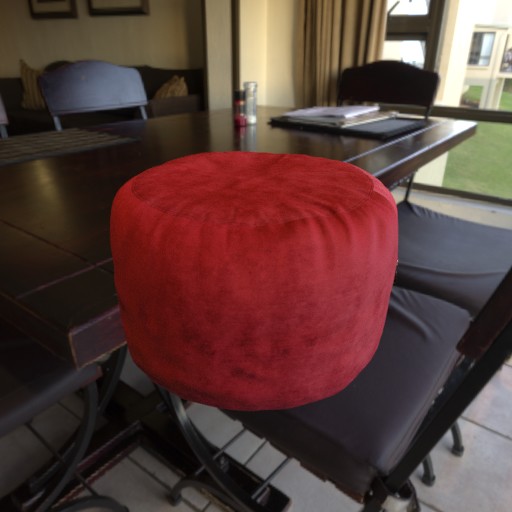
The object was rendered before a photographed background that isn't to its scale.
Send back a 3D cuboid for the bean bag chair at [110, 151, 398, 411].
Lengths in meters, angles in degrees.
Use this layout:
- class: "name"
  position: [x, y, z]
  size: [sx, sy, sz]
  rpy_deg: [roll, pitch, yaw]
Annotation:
- class: "bean bag chair"
  position: [0.000, 0.000, 1.980]
  size: [1.219, 0.762, 1.219]
  rpy_deg: [0, 26, 0]
